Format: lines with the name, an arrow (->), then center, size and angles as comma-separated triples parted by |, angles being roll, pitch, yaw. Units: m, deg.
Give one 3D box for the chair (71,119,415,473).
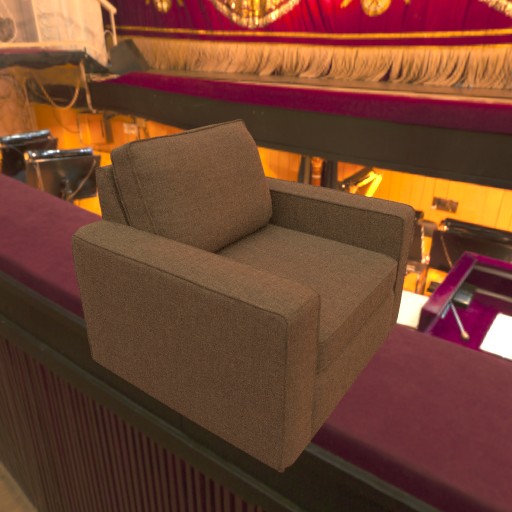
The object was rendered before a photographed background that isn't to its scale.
chair -> 0.000, 0.000, 1.730 | 0.940, 0.914, 1.016 | 17, 31, 31
